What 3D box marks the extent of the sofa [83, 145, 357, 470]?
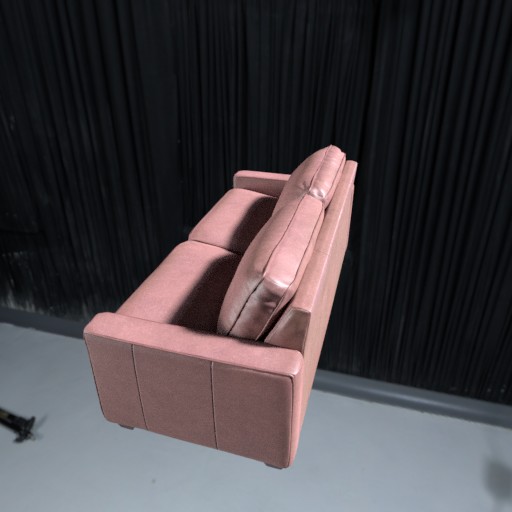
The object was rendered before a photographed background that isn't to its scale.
[{"bbox_3d":[0.000,0.000,2.612,0.940,0.919,2.080,8,31,14],"label":"sofa"}]
